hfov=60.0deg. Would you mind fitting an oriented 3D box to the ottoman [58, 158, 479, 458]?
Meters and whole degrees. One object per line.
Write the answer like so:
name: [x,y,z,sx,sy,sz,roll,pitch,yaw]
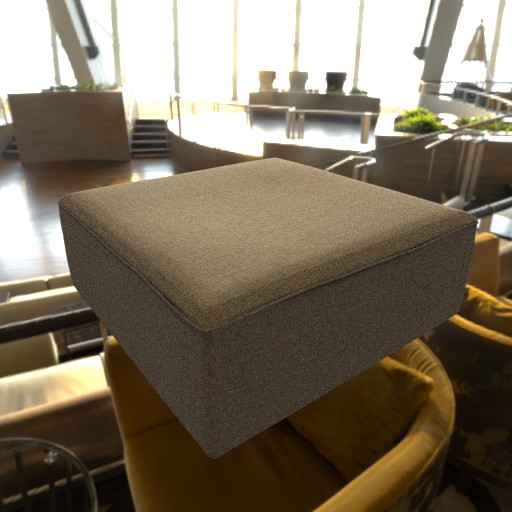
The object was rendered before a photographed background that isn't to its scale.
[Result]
ottoman: [0.000,0.000,1.530,1.023,0.423,1.017,-18,30,-33]
